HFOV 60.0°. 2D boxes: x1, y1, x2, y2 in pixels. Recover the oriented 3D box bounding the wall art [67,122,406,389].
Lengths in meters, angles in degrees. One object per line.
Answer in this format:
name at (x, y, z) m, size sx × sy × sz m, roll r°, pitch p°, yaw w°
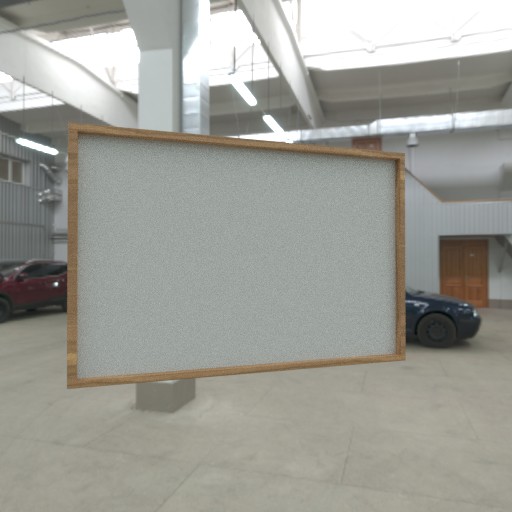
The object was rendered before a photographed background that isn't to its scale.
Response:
wall art at (0.000, 0.000, 0.771) m, size 0.604 × 0.402 × 0.018 m, roll 0°, pitch -1°, yaw -18°
